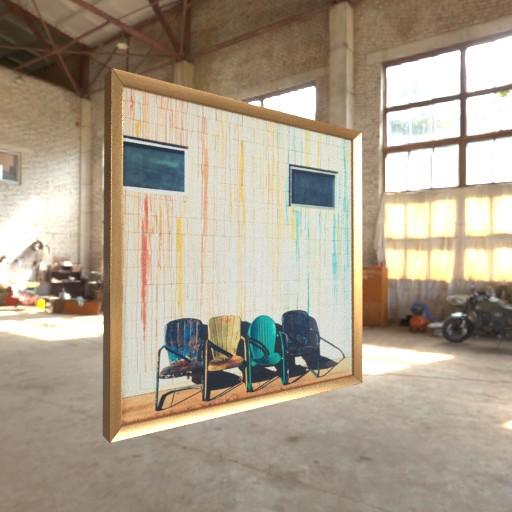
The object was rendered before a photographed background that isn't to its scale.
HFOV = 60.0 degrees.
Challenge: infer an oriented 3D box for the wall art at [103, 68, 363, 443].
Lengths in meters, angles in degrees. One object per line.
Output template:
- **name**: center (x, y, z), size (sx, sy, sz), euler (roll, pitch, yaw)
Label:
- **wall art**: center (0.000, 0.000, 0.453), size (0.302, 0.302, 0.019), euler (1, -1, -36)
